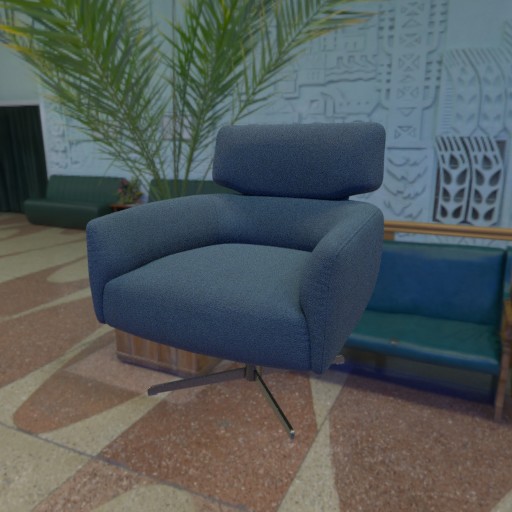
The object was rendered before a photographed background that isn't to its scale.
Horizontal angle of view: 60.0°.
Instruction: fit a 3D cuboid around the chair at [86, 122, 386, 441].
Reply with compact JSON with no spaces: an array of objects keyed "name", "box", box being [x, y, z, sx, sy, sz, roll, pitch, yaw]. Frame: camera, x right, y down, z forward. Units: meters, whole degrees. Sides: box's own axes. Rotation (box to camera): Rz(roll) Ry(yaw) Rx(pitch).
[{"name":"chair","box":[0.000,0.000,1.375,0.738,0.813,0.761,7,16,26]}]
